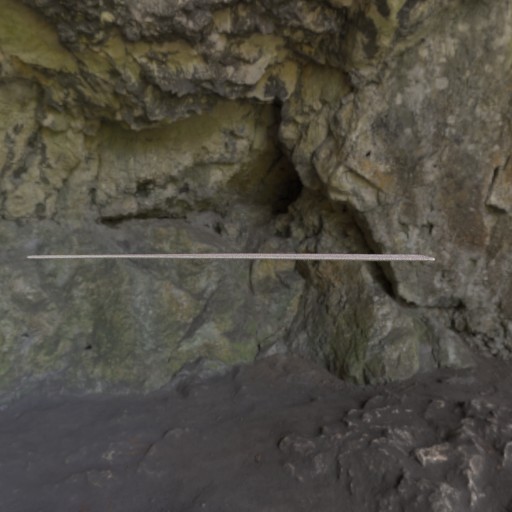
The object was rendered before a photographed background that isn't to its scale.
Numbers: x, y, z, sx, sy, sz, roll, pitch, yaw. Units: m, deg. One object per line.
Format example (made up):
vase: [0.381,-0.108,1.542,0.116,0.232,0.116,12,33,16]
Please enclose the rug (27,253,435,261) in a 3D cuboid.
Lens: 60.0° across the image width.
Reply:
rug: [0.000,0.000,4.197,3.017,0.035,2.472,0,1,19]
